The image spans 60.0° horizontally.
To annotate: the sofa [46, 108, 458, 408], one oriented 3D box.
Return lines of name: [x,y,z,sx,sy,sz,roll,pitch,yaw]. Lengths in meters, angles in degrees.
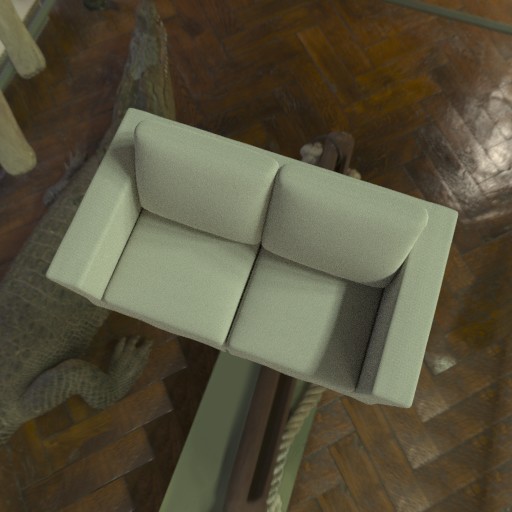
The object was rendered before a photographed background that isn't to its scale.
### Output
sofa: [0.000,0.000,2.350,1.813,0.932,1.009,19,75,5]
